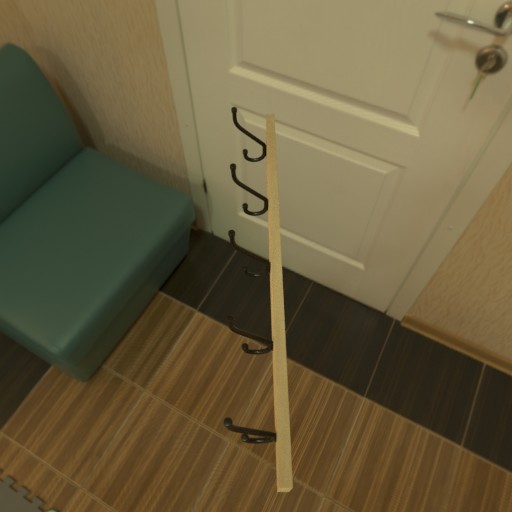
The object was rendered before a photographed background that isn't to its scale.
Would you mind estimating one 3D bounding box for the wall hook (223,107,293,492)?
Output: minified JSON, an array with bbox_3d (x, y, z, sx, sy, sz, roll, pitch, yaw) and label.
[{"bbox_3d":[0.000,0.000,0.614,0.071,0.117,0.571,-1,58,0],"label":"wall hook"}]
